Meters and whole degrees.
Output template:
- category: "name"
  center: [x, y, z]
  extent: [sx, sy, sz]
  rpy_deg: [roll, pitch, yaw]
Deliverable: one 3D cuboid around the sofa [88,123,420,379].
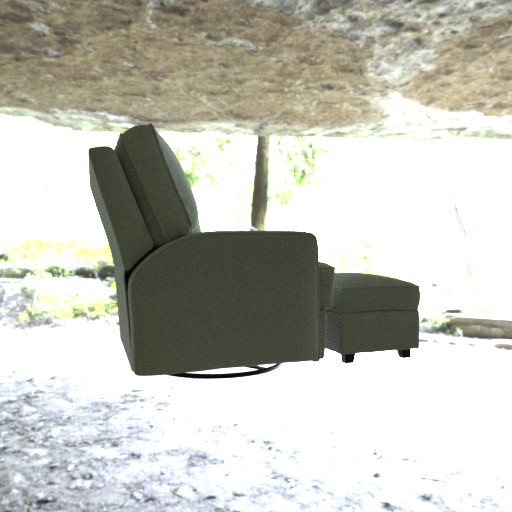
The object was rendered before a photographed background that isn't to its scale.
- category: "sofa"
  center: [0.000, 0.000, 2.081]
  extent: [1.472, 0.959, 0.861]
  rpy_deg: [0, -1, -20]
